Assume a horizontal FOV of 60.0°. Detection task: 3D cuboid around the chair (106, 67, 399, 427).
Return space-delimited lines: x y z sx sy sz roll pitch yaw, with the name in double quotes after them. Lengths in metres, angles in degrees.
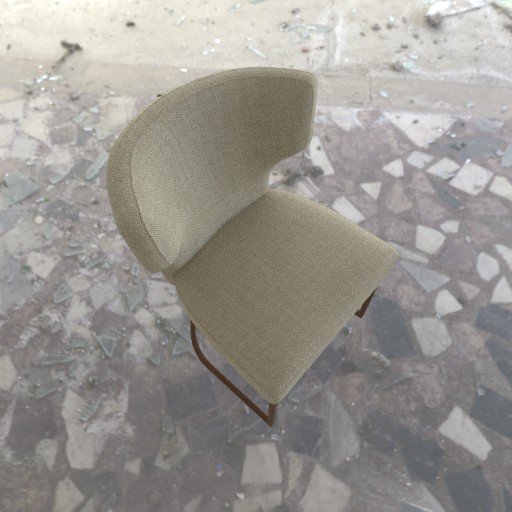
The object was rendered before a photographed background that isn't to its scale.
0.000 0.000 1.263 0.617 0.824 0.611 37 65 20 "chair"
